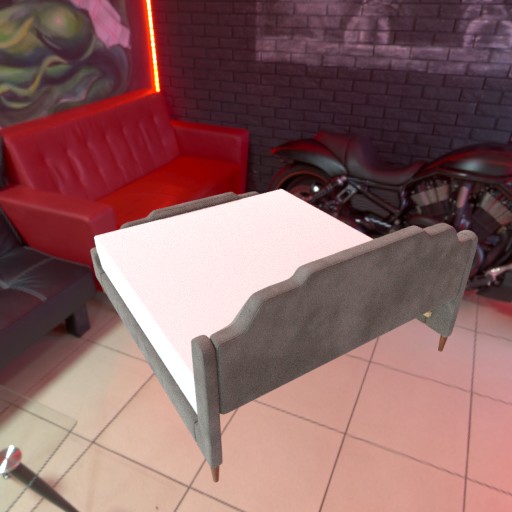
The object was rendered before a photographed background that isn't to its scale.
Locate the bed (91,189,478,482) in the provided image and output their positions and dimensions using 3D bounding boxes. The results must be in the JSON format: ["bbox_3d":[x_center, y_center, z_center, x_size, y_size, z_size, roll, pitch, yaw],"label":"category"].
[{"bbox_3d":[0.000,0.000,3.530,2.074,1.245,2.340,-18,35,-28],"label":"bed"}]
